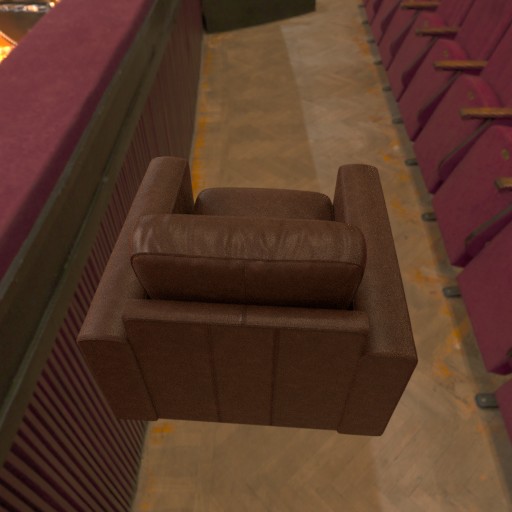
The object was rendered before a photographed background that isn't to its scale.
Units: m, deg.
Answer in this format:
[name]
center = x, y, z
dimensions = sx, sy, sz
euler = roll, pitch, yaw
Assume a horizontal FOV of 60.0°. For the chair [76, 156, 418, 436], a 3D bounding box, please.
[chair]
center = 0.000, 0.000, 1.715
dimensions = 1.005, 0.873, 1.016
euler = 3, 46, 3
